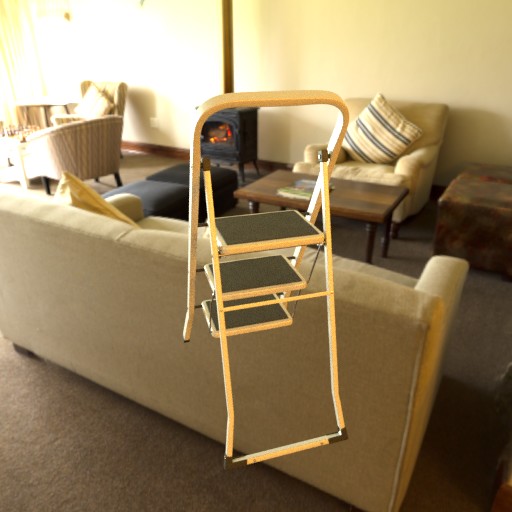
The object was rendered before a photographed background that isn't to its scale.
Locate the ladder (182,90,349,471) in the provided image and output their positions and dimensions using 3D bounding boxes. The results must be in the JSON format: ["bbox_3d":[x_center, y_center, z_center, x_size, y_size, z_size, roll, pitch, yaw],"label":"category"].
[{"bbox_3d":[0.000,0.000,1.456,0.460,1.050,0.711,-7,27,-15],"label":"ladder"}]
